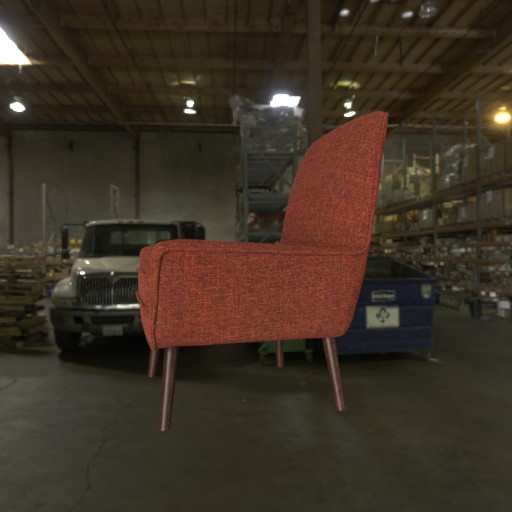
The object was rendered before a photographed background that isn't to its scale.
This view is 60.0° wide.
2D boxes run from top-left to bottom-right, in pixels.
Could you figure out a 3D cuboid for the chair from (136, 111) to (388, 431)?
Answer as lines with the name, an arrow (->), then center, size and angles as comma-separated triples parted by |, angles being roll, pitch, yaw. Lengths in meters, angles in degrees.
chair -> 0.000, 0.000, 1.514 | 0.784, 0.911, 0.803 | 0, 0, -17
